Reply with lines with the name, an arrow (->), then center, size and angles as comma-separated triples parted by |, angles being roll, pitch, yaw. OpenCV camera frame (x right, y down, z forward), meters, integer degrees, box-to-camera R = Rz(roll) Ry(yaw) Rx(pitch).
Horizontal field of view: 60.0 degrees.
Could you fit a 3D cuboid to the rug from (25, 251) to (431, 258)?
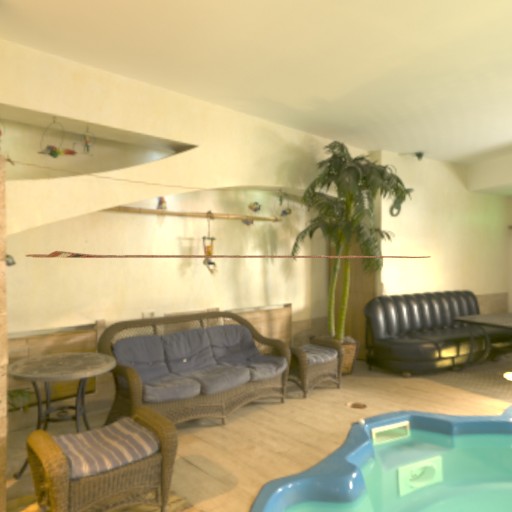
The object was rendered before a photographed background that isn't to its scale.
rug -> 0.000, 0.000, 2.724 | 2.444, 0.030, 0.799 | 0, 0, -35
